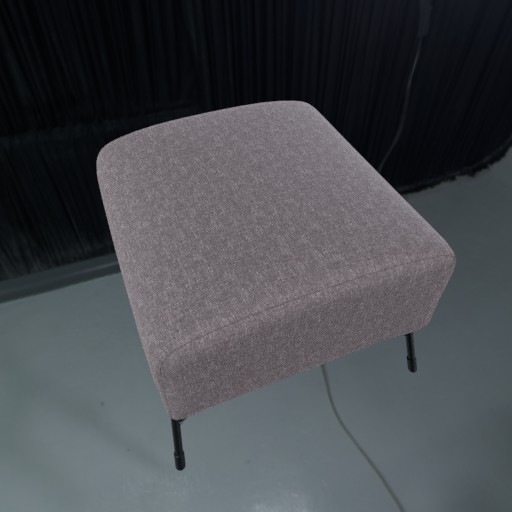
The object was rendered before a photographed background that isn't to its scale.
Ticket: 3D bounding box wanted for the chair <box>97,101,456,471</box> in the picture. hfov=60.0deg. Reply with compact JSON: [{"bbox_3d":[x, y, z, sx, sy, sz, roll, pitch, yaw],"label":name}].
[{"bbox_3d":[0.000,0.000,0.889,0.530,0.410,0.530,-17,50,-15],"label":"chair"}]
